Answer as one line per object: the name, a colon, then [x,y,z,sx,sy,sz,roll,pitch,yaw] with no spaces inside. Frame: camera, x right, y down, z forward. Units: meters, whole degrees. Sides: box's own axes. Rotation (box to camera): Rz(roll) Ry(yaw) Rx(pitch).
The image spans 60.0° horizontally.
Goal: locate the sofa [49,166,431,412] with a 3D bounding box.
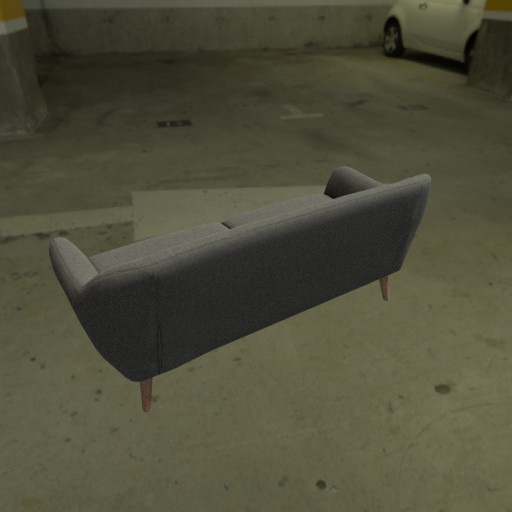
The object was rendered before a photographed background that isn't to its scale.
sofa: [0.000,0.000,2.282,1.840,0.820,0.820,-18,36,-28]
